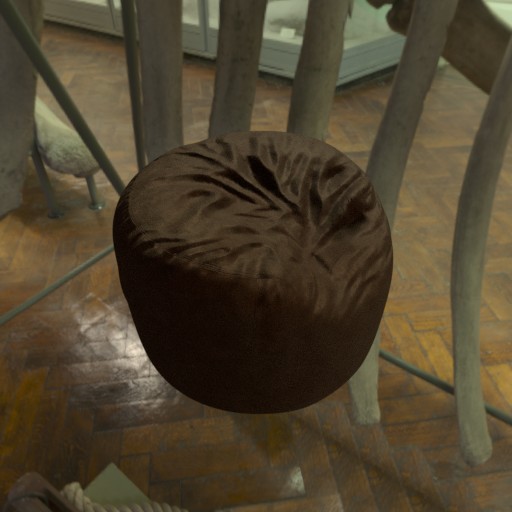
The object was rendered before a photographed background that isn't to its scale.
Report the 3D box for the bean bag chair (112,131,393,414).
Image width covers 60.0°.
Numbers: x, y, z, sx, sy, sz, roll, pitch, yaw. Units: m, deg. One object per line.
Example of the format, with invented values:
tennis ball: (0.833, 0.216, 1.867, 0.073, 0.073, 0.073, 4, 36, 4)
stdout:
bean bag chair: (0.000, 0.000, 1.537, 0.918, 0.616, 0.918, 0, 41, 0)
